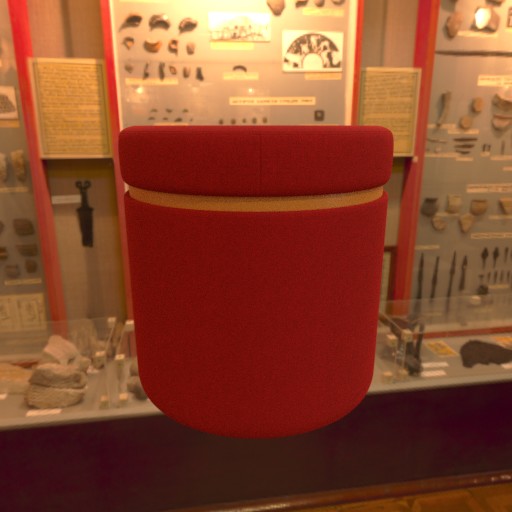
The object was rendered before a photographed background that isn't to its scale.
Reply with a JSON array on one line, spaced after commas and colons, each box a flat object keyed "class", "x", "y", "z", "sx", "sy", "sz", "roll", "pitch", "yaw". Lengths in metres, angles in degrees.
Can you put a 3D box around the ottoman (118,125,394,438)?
[{"class": "ottoman", "x": 0.000, "y": 0.000, "z": 0.719, "sx": 0.400, "sy": 0.406, "sz": 0.400, "roll": 0, "pitch": 16, "yaw": 0}]
